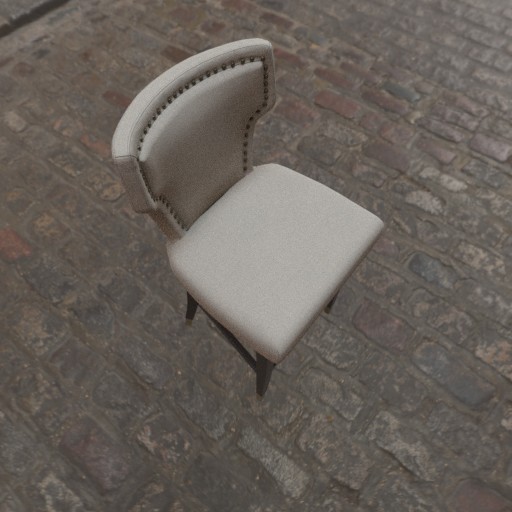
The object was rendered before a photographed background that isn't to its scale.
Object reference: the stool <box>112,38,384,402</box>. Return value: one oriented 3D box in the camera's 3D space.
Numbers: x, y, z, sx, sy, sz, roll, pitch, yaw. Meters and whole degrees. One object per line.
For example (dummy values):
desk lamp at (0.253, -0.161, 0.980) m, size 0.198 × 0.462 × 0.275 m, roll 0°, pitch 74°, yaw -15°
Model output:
stool at (0.000, 0.000, 1.392) m, size 0.563 × 1.092 × 0.526 m, roll 35°, pitch 65°, yaw 19°
